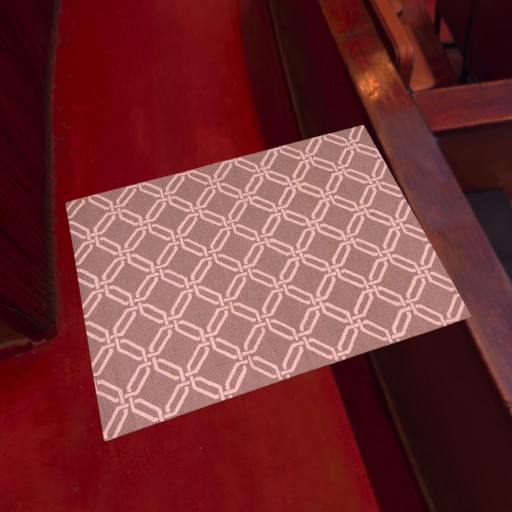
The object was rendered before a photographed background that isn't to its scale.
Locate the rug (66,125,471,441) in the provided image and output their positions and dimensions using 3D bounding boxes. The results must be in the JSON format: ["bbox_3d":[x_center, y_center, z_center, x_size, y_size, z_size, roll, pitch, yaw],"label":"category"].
[{"bbox_3d":[0.000,0.000,4.377,3.419,0.020,2.441,-16,65,-8],"label":"rug"}]
